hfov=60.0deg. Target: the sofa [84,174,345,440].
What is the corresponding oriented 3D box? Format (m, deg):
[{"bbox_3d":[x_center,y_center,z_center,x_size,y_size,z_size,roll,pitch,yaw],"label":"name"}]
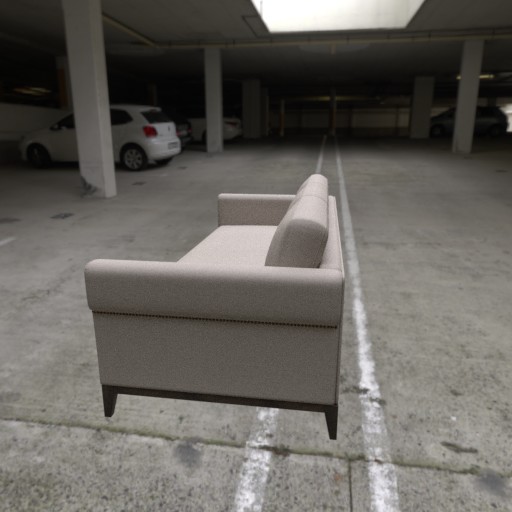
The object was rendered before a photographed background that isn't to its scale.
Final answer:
[{"bbox_3d":[0.000,0.000,2.678,0.959,0.838,2.210,2,15,9],"label":"sofa"}]
